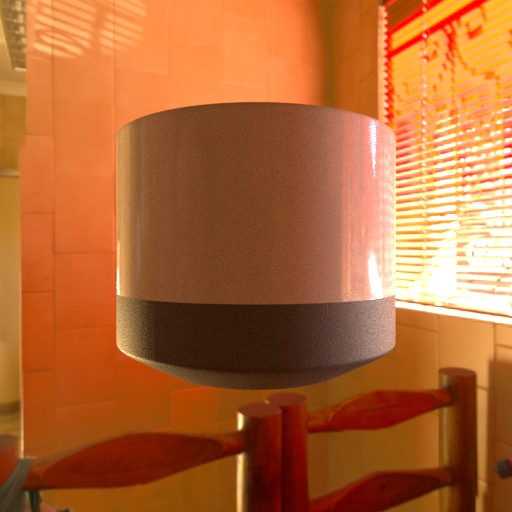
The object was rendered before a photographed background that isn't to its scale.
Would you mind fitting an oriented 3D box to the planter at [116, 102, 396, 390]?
[{"bbox_3d":[0.000,0.000,0.214,0.128,0.105,0.128,0,0,0],"label":"planter"}]
